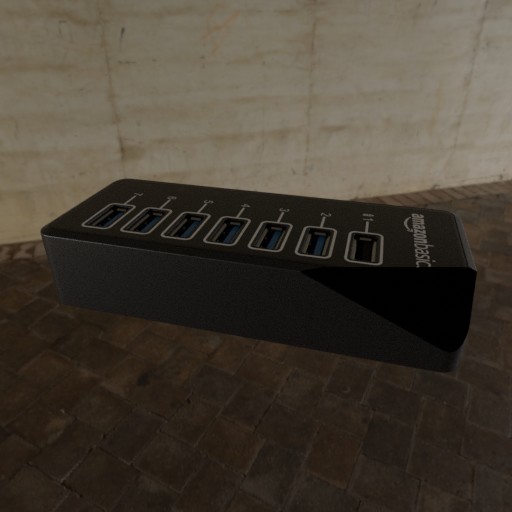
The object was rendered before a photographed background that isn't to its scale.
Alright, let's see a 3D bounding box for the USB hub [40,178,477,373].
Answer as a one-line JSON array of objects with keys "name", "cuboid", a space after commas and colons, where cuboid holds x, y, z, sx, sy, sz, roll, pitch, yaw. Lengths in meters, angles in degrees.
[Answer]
[{"name": "USB hub", "cuboid": [0.000, 0.000, 0.127, 0.110, 0.023, 0.044, 8, 31, 13]}]
